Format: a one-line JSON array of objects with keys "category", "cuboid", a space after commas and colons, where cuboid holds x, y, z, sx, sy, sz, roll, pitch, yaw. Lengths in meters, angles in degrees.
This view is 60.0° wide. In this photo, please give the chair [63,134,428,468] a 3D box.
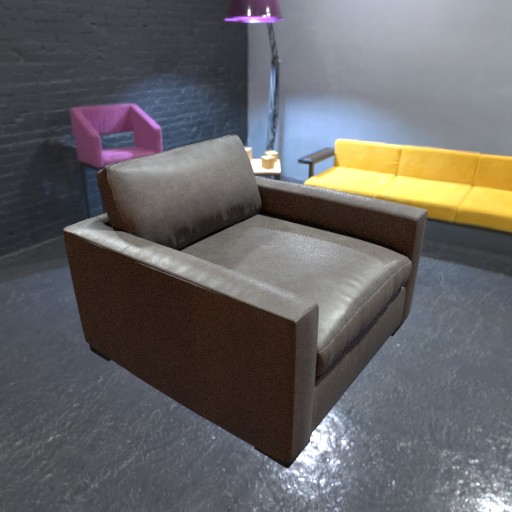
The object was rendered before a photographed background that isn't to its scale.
[{"category": "chair", "cuboid": [0.000, 0.000, 1.836, 1.080, 0.807, 1.106, 18, 31, 33]}]
